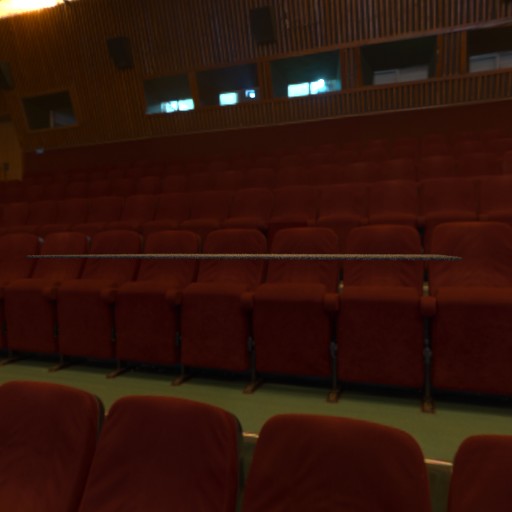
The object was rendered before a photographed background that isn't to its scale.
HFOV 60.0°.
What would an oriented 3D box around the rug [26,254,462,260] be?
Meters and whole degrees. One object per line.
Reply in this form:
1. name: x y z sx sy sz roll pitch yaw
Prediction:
1. rug: 0.000 0.000 2.201 1.754 0.010 1.139 0 1 19
